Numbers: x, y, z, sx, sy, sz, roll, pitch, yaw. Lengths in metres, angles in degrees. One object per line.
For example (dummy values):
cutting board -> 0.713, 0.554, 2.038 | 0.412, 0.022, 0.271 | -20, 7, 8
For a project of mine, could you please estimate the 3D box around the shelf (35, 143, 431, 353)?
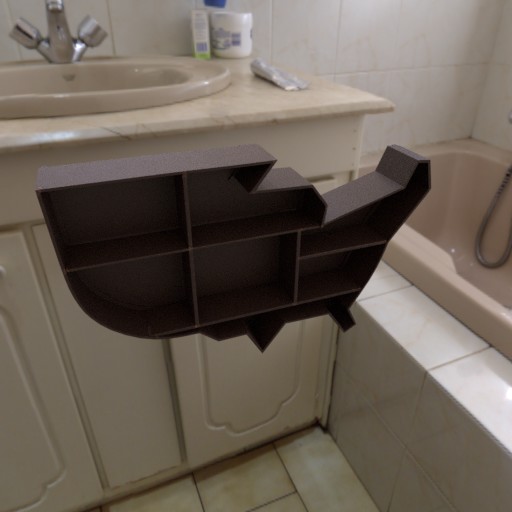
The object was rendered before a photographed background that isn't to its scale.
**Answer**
shelf -> 0.000, 0.000, 0.912 | 0.729, 0.439, 0.112 | -11, 32, -17
